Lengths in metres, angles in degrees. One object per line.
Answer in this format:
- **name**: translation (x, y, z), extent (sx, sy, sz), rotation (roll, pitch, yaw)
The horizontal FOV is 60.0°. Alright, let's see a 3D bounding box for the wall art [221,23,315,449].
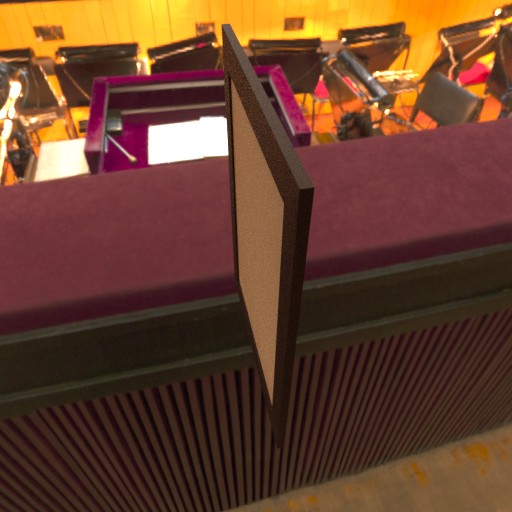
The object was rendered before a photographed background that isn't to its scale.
- **wall art**: translation (0.000, 0.000, 0.637), extent (0.013, 0.508, 0.359), rotation (-9, 47, -9)
